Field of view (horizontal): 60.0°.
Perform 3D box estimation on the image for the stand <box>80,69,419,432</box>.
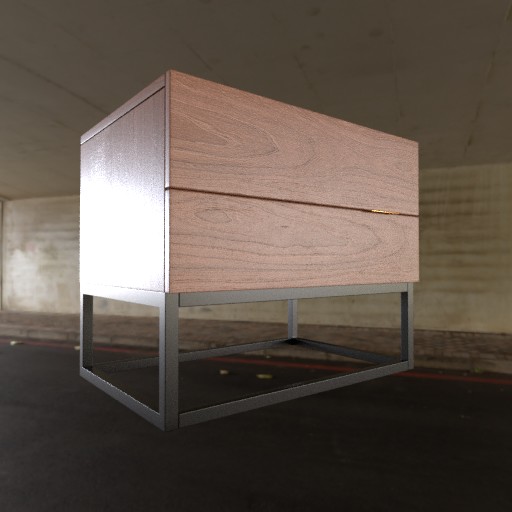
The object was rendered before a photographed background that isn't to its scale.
[{"bbox_3d":[0.000,0.000,0.939,0.600,0.500,0.420,1,-1,-38],"label":"stand"}]
